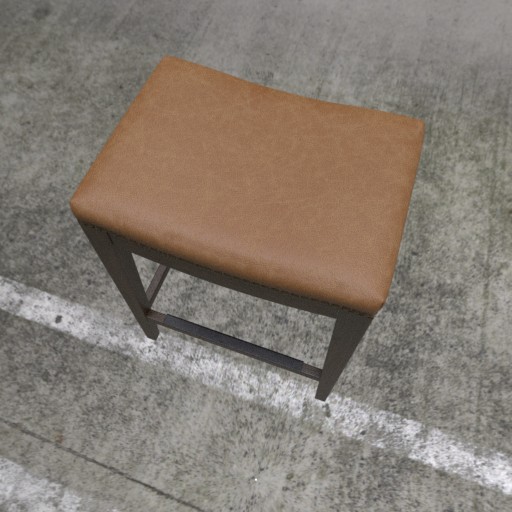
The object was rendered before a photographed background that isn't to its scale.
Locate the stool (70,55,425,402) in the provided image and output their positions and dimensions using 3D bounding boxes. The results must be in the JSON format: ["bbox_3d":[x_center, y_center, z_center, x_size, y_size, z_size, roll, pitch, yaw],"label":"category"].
[{"bbox_3d":[0.000,0.000,0.955,0.500,0.660,0.361,18,65,9],"label":"stool"}]
